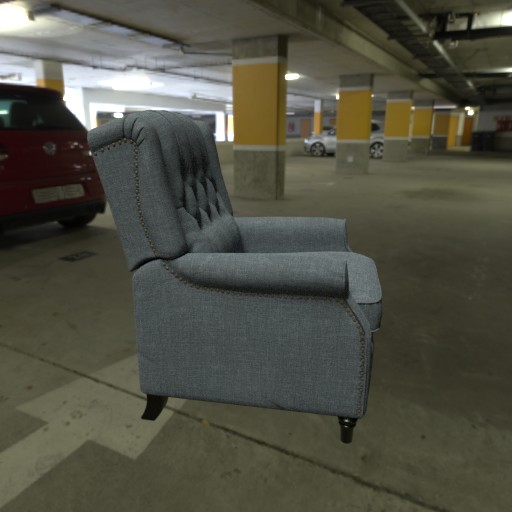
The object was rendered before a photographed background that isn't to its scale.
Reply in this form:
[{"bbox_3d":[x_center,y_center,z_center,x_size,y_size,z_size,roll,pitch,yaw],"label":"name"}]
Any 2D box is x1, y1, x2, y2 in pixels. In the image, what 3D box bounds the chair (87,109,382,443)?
[{"bbox_3d":[0.000,0.000,1.642,0.898,1.035,0.742,3,16,10],"label":"chair"}]
